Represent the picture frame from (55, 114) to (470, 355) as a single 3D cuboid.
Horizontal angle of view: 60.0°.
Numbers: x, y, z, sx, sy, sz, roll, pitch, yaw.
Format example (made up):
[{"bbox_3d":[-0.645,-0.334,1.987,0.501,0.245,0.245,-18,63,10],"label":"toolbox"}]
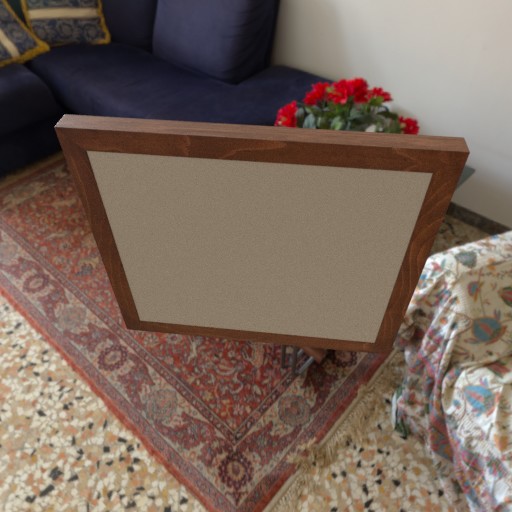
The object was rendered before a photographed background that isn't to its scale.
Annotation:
[{"bbox_3d":[0.000,0.000,0.531,0.381,0.330,0.025,5,46,5],"label":"picture frame"}]
